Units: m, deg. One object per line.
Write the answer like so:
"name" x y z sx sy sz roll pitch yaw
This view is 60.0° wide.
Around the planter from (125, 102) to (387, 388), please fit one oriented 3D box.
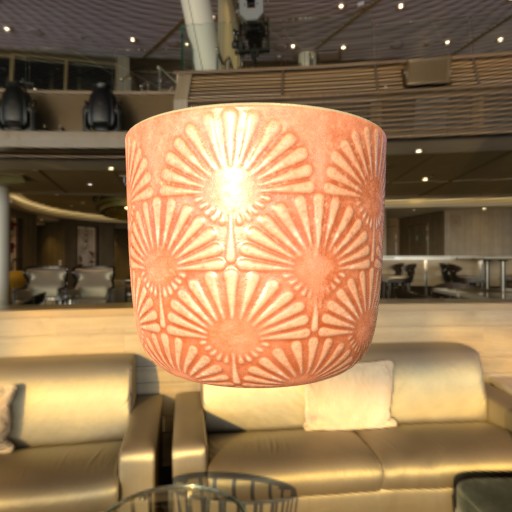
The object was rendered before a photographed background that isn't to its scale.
"planter" 0.000 0.000 0.218 0.124 0.109 0.124 0 0 0
